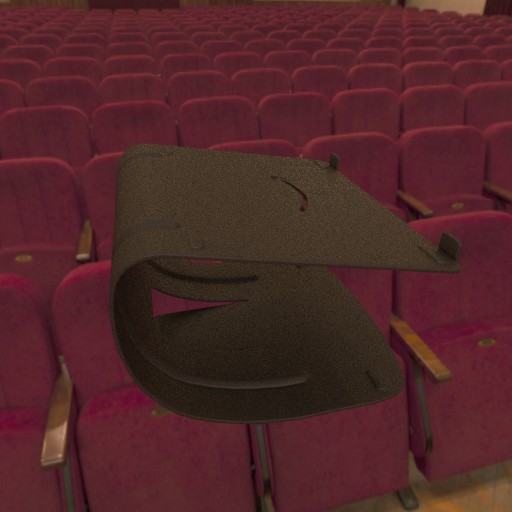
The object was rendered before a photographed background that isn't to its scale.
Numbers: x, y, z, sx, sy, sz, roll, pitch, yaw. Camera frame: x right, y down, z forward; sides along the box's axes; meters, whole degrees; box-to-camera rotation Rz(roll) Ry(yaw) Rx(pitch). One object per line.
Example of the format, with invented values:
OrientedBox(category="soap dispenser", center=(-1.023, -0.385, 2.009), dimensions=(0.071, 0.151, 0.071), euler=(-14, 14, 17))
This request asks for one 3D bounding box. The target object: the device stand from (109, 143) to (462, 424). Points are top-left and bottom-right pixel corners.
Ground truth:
OrientedBox(category="device stand", center=(0.000, 0.000, 0.401), dimensions=(0.236, 0.155, 0.256), euler=(-7, 30, -12))
